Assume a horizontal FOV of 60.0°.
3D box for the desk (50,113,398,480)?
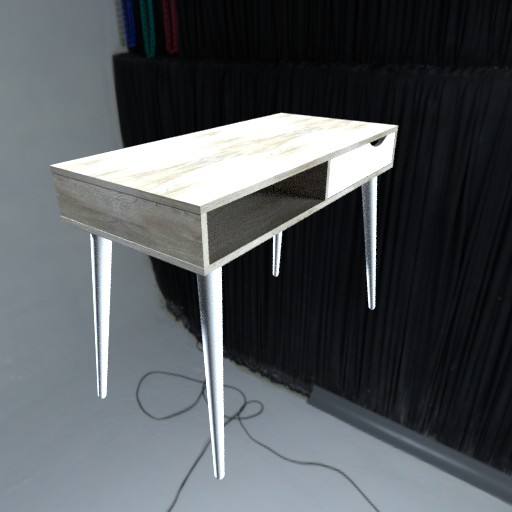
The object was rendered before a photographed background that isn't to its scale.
[{"bbox_3d":[0.000,0.000,1.419,0.491,0.723,0.979,18,31,32],"label":"desk"}]
